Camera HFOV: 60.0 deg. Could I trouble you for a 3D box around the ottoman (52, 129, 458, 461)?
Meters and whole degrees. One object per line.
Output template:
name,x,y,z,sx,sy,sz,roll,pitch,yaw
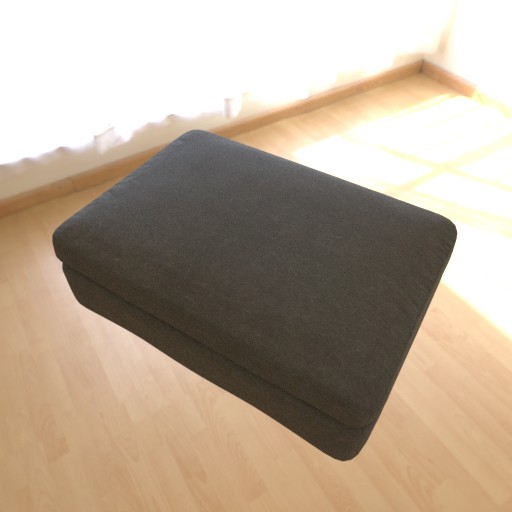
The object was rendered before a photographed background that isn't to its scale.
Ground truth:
ottoman,0.000,0.000,1.602,1.199,0.429,0.840,25,52,21
